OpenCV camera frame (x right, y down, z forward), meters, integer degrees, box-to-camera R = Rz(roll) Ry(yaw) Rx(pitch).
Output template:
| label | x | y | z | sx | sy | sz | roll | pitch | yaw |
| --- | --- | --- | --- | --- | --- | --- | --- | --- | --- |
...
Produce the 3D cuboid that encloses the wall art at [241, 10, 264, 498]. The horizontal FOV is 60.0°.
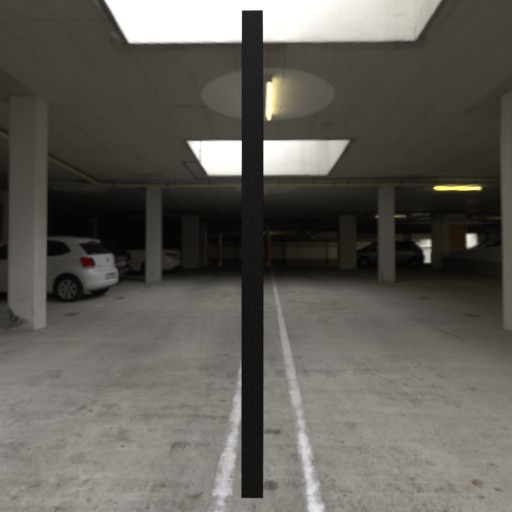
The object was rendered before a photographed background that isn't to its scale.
| label | x | y | z | sx | sy | sz | roll | pitch | yaw |
| --- | --- | --- | --- | --- | --- | --- | --- | --- | --- |
| wall art | 0.000 | 0.000 | 0.523 | 0.018 | 0.397 | 0.325 | 0 | -2 | 1 |
